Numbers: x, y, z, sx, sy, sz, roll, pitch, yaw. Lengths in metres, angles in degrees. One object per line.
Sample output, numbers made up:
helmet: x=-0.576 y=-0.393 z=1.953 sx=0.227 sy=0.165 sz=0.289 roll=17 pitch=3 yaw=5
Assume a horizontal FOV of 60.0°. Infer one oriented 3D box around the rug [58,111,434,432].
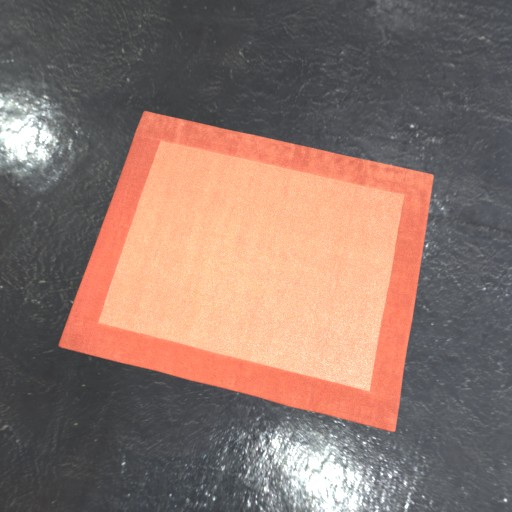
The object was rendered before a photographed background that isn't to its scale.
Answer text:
rug: x=0.000 y=0.000 z=4.093 sx=2.976 sy=0.018 sz=2.430 roll=13 pitch=75 yaw=4
